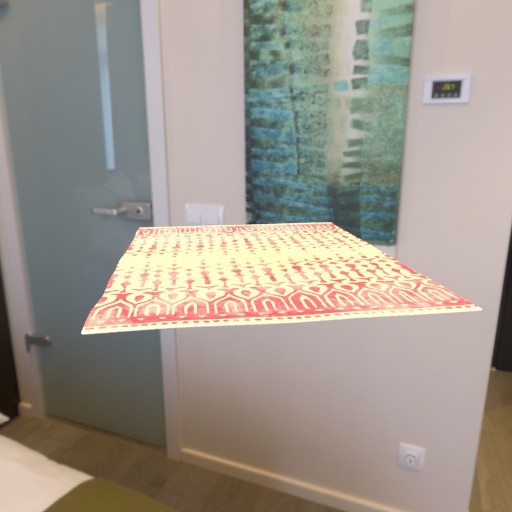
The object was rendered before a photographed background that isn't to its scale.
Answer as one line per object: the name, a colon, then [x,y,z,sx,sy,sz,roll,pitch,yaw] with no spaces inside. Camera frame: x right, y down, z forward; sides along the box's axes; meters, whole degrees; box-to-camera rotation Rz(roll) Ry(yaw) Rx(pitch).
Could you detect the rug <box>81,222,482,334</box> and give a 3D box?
rug: [0.000,0.000,4.090,2.441,0.016,3.095,-2,15,-8]
